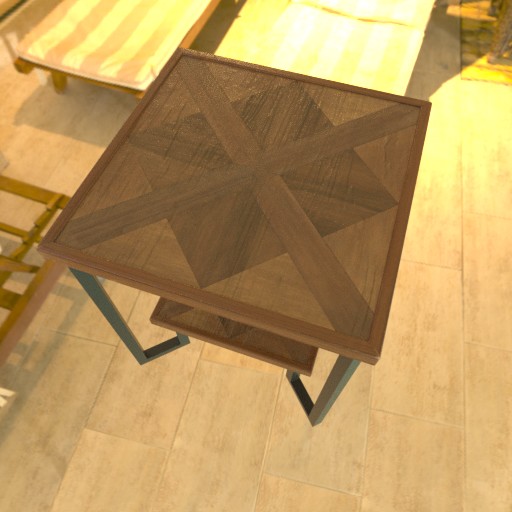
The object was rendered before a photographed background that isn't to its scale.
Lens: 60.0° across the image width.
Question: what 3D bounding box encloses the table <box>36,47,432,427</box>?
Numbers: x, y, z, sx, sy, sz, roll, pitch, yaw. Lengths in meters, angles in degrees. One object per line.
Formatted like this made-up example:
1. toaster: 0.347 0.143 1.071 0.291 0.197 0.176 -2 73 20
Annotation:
1. table: 0.000 0.000 0.960 0.503 0.563 0.503 16 60 10
